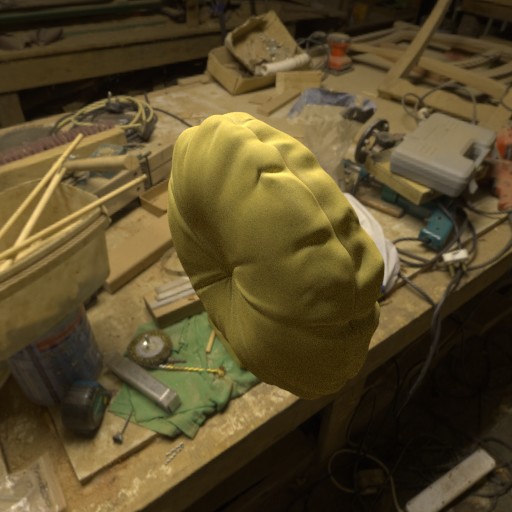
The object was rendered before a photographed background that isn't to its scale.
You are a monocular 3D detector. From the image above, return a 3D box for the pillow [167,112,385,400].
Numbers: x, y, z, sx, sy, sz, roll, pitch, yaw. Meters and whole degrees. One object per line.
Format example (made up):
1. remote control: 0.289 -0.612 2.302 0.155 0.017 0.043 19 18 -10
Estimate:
1. pillow: 0.000 0.000 0.651 0.148 0.407 0.428 -25 48 -25
